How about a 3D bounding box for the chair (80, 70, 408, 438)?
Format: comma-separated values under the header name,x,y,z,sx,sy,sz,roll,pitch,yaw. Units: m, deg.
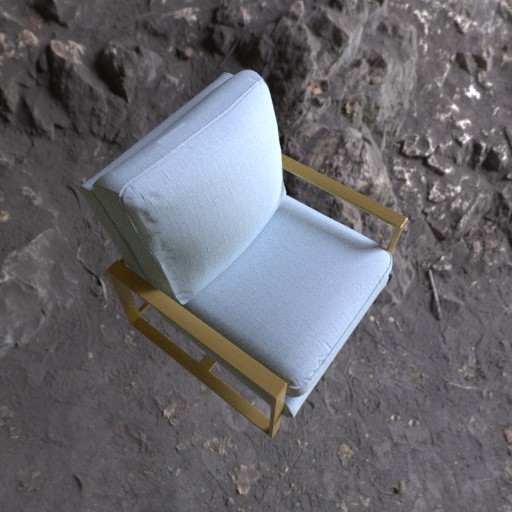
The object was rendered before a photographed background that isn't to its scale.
name,x,y,z,sx,sy,sz,roll,pitch,yaw
chair,0.000,0.000,1.552,0.813,0.956,0.758,33,64,19
